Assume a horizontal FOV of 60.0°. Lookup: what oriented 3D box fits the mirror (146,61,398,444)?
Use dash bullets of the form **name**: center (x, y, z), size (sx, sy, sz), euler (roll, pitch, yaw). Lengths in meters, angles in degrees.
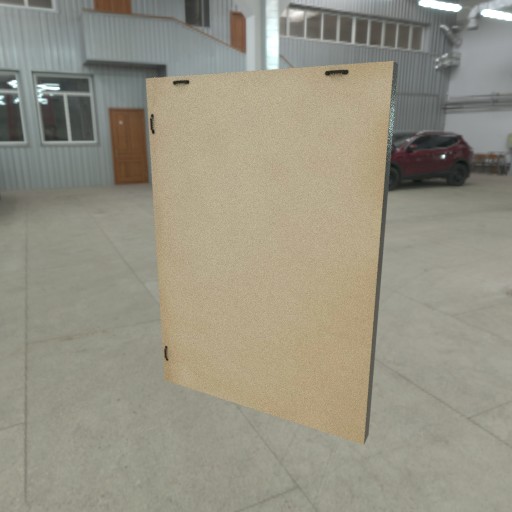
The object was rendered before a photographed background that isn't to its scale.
- **mirror**: center (0.000, 0.000, 0.919), size (0.507, 0.710, 0.040), euler (8, 18, 27)
